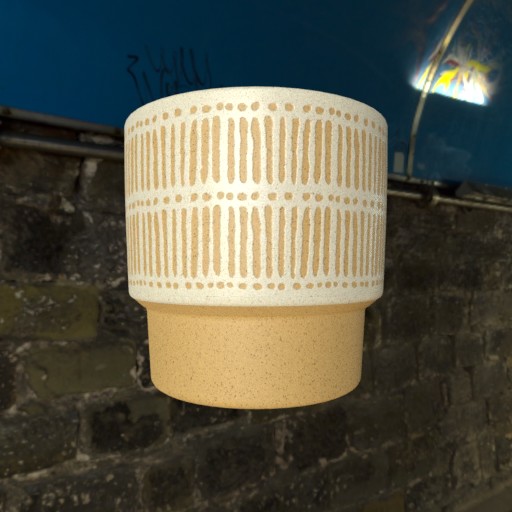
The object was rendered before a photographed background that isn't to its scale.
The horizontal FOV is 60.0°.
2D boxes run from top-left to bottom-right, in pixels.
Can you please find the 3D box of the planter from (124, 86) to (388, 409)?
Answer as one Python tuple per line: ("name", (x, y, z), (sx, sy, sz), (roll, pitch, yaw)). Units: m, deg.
("planter", (0.000, 0.000, 0.554), (0.317, 0.303, 0.317), (0, -1, 0))
